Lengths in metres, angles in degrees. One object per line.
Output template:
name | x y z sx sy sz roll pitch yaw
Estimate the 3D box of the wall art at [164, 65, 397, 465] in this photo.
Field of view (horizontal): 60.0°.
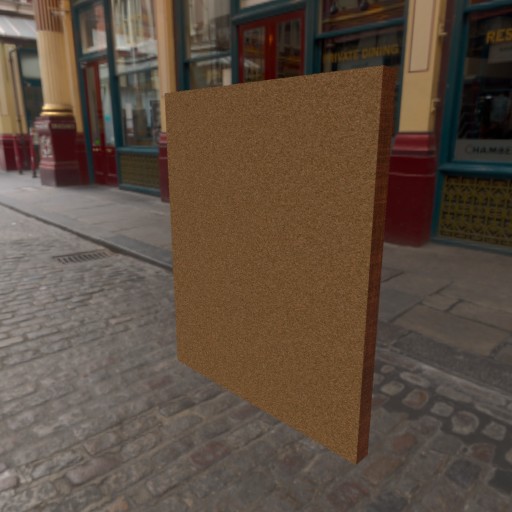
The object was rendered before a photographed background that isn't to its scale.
wall art | 0.000 0.000 0.776 0.033 0.567 0.467 -14 20 -43
